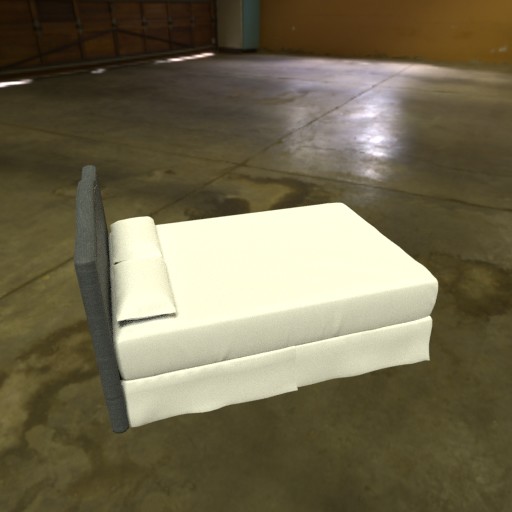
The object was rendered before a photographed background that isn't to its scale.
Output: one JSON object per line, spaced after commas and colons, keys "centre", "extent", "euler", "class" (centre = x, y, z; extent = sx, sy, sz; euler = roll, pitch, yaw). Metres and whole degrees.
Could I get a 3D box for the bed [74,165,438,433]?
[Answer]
{"centre": [0.000, 0.000, 3.626], "extent": [2.507, 1.441, 1.747], "euler": [-9, 31, -15], "class": "bed"}
